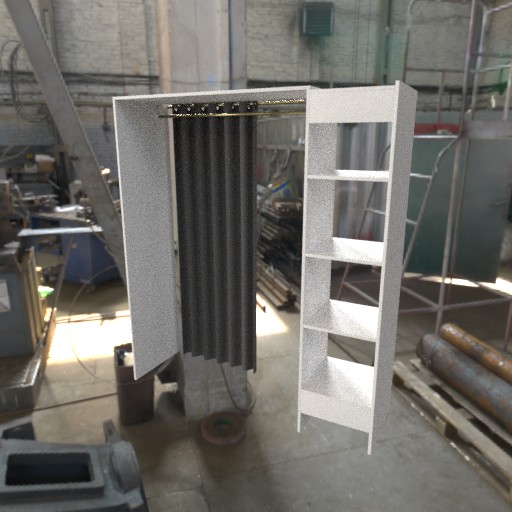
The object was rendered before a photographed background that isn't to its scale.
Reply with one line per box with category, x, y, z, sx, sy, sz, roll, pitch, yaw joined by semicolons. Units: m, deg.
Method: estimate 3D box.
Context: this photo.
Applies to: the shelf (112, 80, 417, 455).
shelf;0.000;0.000;2.627;1.600;1.810;0.500;8;17;27
